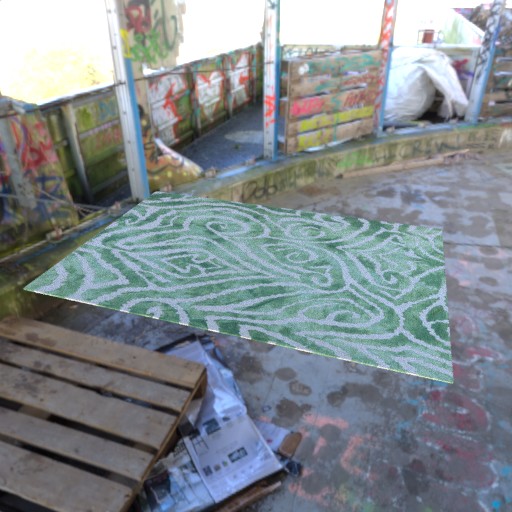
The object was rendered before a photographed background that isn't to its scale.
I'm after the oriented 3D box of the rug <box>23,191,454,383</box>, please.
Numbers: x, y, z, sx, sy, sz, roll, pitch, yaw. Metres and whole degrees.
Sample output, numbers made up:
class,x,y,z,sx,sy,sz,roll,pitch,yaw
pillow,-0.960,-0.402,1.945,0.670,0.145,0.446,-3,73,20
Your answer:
class,x,y,z,sx,sy,sz,roll,pitch,yaw
rug,0.000,0.000,2.266,1.826,0.006,1.220,9,32,16
